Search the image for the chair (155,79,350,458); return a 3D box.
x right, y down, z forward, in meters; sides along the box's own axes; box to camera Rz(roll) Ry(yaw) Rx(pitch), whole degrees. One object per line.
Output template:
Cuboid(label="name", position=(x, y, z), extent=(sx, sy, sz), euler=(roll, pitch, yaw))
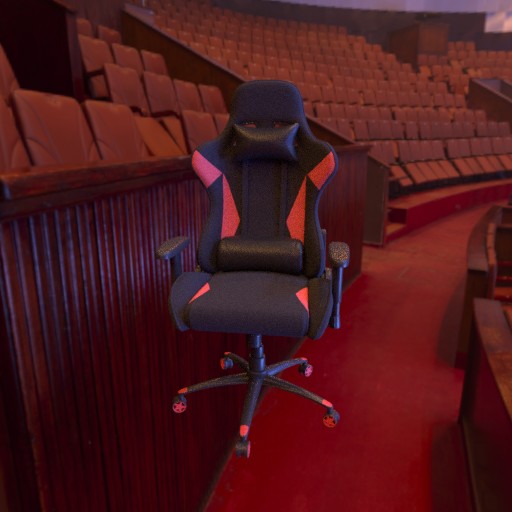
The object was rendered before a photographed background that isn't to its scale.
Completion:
Cuboid(label="chair", position=(0.000, 0.000, 1.707), extent=(0.695, 1.326, 0.658), euler=(2, 16, 9))
